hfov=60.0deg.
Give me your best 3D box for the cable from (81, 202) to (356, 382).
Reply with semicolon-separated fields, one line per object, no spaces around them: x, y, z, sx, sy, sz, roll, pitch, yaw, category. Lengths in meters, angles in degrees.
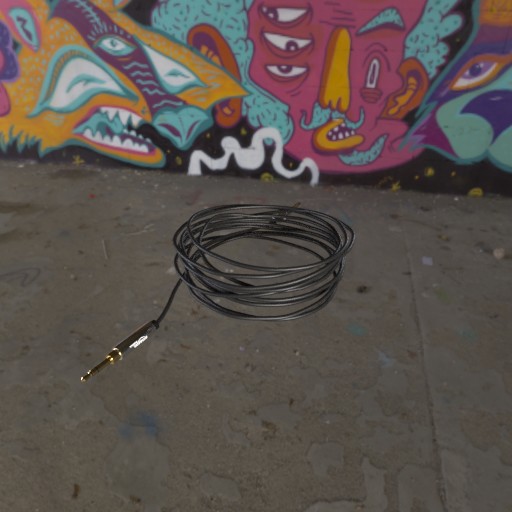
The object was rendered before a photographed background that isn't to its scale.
0.000;0.000;0.499;0.198;0.069;0.432;17;34;27;cable
